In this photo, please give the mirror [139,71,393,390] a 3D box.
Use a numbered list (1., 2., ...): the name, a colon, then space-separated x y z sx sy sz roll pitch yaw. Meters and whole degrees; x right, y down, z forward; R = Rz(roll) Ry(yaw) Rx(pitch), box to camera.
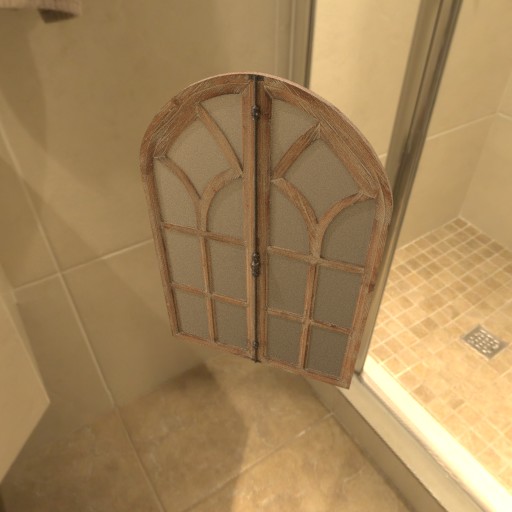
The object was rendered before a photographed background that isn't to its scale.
1. mirror: 0.000 0.000 1.143 0.609 0.915 0.032 13 43 15
